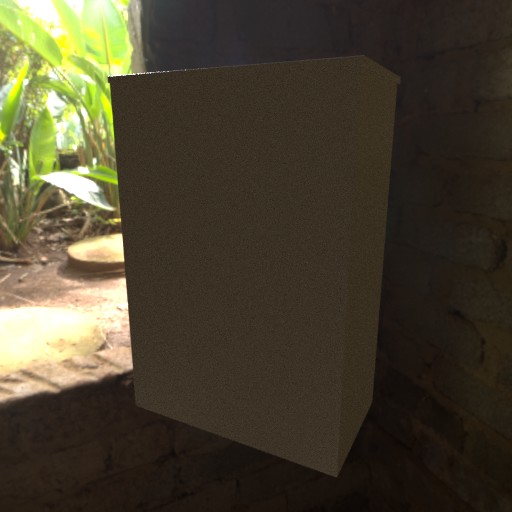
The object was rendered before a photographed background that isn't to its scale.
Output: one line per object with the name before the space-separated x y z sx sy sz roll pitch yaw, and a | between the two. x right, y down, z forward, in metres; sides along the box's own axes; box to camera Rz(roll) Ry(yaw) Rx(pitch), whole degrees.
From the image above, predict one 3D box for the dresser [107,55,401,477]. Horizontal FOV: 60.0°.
dresser | 0.000 0.000 1.353 0.704 1.021 0.401 8 17 27
